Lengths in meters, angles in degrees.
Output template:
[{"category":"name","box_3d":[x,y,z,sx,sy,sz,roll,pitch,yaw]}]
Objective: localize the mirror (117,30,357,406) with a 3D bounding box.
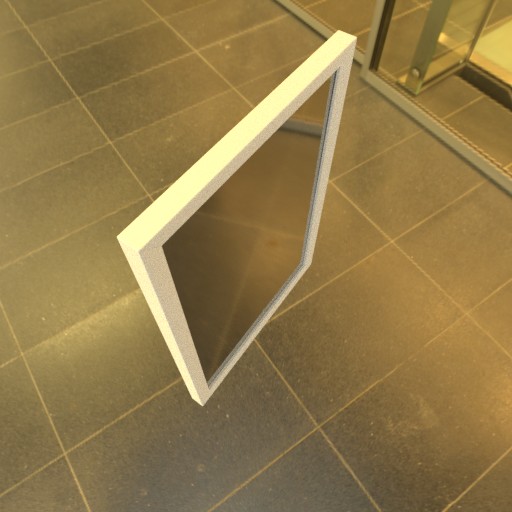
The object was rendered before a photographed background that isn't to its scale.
[{"category":"mirror","box_3d":[0.000,0.000,0.913,0.040,0.710,0.507,31,63,18]}]
